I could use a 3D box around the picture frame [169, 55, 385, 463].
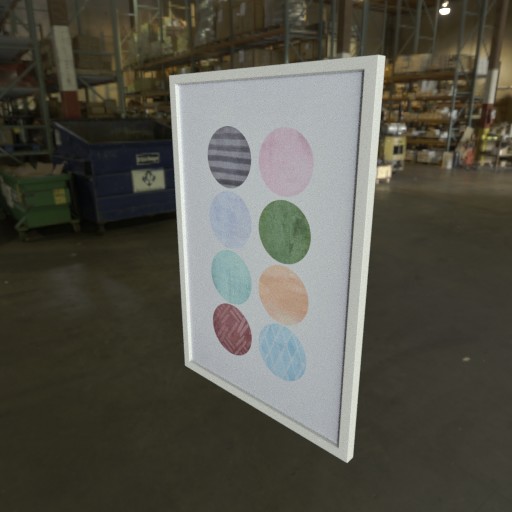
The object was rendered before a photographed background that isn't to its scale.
[{"bbox_3d":[0.000,0.000,0.553,0.305,0.434,0.013,16,24,41],"label":"picture frame"}]
